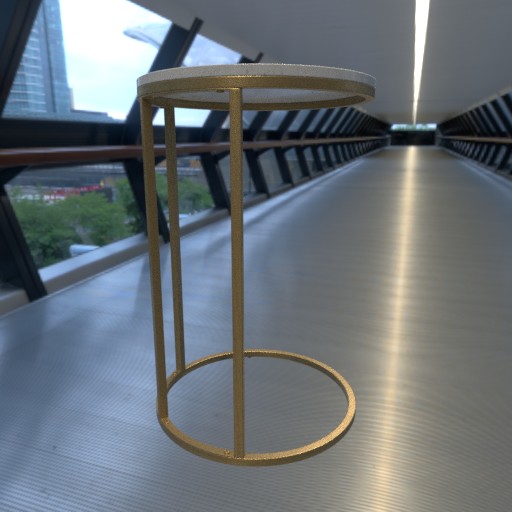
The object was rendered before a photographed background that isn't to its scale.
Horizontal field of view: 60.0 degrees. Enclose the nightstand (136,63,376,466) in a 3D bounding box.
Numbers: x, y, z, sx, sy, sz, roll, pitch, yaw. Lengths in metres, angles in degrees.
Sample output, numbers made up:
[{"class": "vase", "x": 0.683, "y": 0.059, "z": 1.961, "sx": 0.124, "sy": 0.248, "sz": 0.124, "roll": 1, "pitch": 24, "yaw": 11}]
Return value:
[{"class": "nightstand", "x": 0.000, "y": 0.000, "z": 0.838, "sx": 0.400, "sy": 0.610, "sz": 0.400, "roll": -7, "pitch": 16, "yaw": -26}]
